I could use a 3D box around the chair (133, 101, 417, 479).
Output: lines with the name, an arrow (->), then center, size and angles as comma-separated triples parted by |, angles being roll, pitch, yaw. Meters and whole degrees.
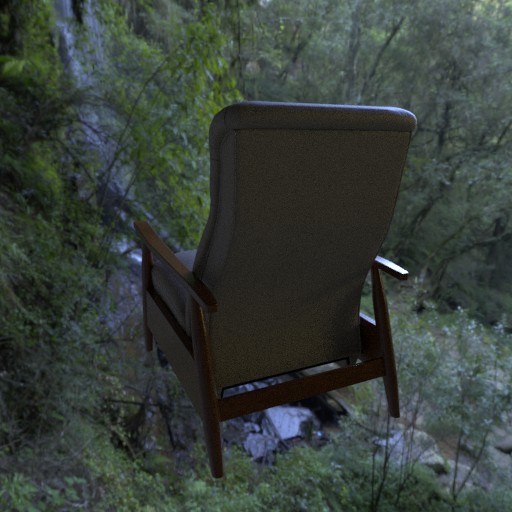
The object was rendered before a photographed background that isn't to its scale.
chair -> 0.000, 0.000, 1.766 | 0.762, 1.082, 1.032 | -7, 16, -25
